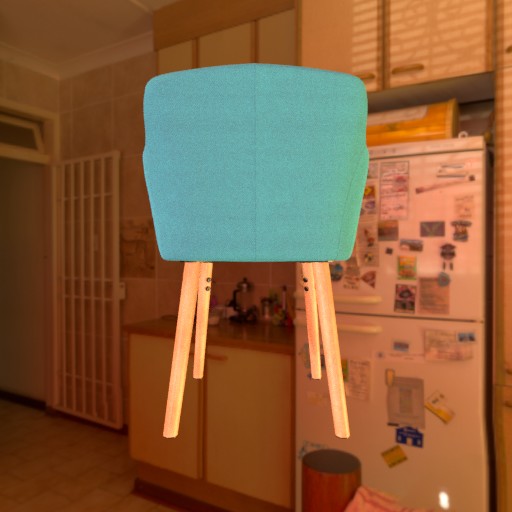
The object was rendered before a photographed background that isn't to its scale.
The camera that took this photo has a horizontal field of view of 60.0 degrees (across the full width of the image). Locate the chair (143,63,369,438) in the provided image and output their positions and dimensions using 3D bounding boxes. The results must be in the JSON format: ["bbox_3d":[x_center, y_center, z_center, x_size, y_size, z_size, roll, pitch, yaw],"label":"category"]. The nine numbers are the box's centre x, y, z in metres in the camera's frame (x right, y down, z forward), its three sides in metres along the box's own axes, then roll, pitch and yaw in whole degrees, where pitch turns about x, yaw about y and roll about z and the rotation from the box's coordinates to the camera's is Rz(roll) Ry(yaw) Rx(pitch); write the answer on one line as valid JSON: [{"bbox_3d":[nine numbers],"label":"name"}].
[{"bbox_3d":[0.000,0.000,1.147,0.570,0.780,0.540,0,1,0],"label":"chair"}]
